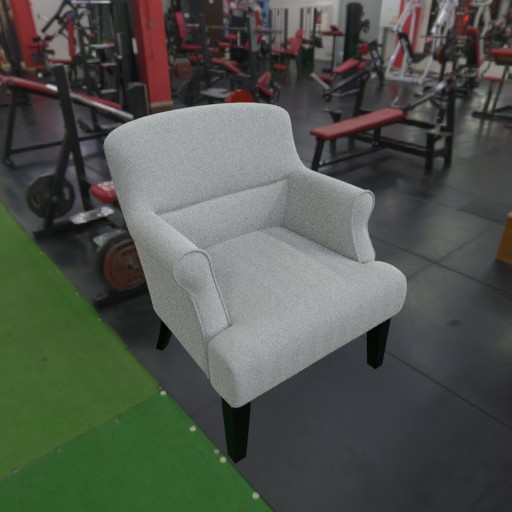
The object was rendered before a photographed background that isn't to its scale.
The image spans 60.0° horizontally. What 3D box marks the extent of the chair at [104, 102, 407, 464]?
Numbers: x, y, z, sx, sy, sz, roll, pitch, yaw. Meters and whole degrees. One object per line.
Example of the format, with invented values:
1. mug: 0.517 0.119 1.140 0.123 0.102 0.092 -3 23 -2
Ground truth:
1. chair: 0.000 0.000 1.509 0.781 0.875 0.750 -21 36 -32
